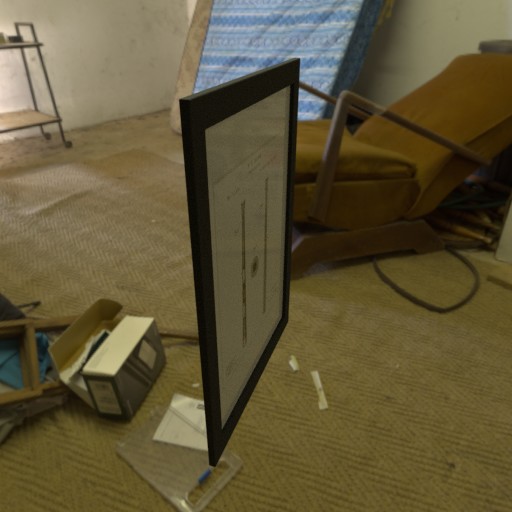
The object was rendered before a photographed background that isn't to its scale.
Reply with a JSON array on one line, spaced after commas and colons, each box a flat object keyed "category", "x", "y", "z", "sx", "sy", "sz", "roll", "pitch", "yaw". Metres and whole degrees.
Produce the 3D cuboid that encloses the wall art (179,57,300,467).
[{"category": "wall art", "x": 0.000, "y": 0.000, "z": 0.687, "sx": 0.012, "sy": 0.529, "sz": 0.374, "roll": 10, "pitch": 31, "yaw": 18}]
